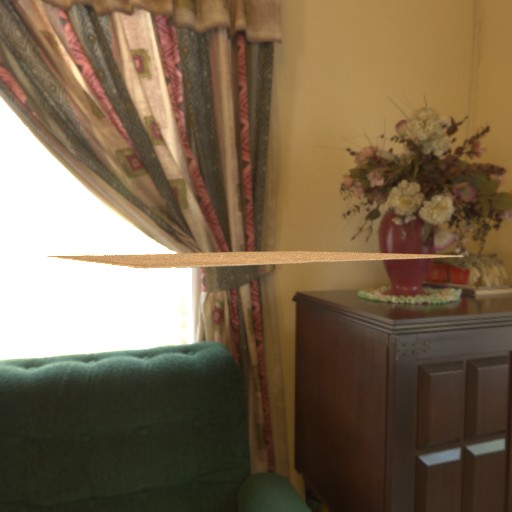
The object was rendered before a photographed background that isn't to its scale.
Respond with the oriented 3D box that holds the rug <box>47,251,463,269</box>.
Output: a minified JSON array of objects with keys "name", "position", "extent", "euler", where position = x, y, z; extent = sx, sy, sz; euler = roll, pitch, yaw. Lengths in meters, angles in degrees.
[{"name":"rug","position":[0.000,0.000,4.403],"extent":[3.357,0.019,2.449],"euler":[-1,2,-37]}]
